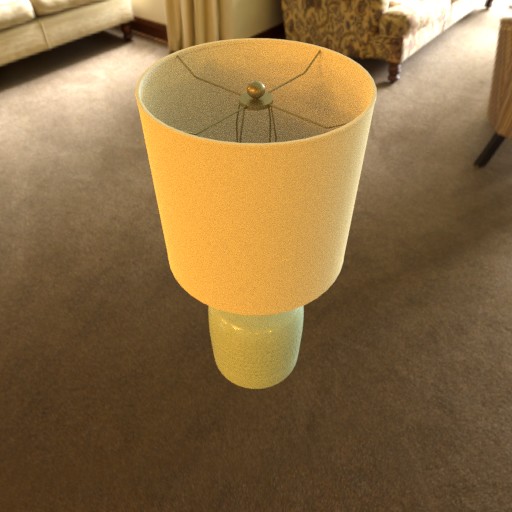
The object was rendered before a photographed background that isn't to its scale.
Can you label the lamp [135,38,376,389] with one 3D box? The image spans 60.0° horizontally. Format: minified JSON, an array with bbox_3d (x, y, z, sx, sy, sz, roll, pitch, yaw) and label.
[{"bbox_3d":[0.000,0.000,1.088,0.418,0.871,0.418,-8,46,-8],"label":"lamp"}]
